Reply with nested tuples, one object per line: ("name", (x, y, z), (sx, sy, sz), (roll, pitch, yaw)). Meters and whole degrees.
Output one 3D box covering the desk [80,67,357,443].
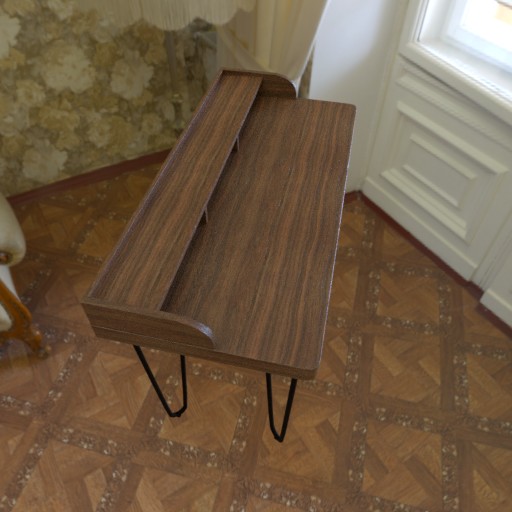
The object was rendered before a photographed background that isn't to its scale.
("desk", (0.000, 0.000, 1.686), (0.565, 0.854, 1.200), (10, 49, 8))
